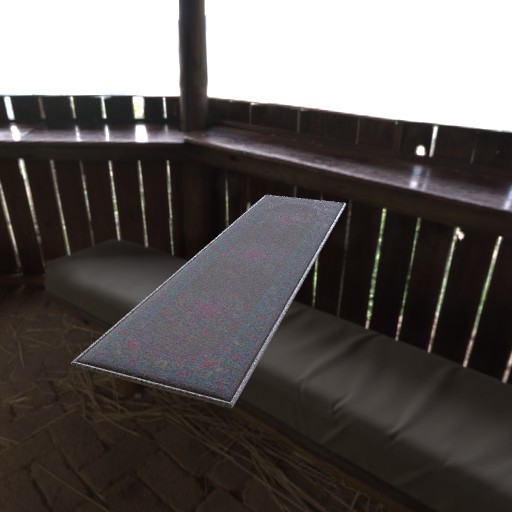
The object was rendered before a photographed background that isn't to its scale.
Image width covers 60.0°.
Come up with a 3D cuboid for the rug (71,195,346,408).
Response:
[{"bbox_3d":[0.000,0.000,2.542,0.659,0.019,2.297,9,26,18],"label":"rug"}]
